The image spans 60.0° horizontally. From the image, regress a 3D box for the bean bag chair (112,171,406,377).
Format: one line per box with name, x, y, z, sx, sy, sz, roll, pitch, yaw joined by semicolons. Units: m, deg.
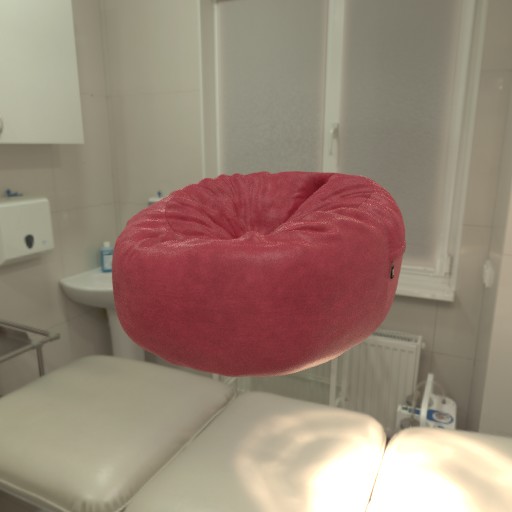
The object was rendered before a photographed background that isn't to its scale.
bean bag chair;0.000;0.000;2.460;1.524;0.878;1.524;7;15;25
